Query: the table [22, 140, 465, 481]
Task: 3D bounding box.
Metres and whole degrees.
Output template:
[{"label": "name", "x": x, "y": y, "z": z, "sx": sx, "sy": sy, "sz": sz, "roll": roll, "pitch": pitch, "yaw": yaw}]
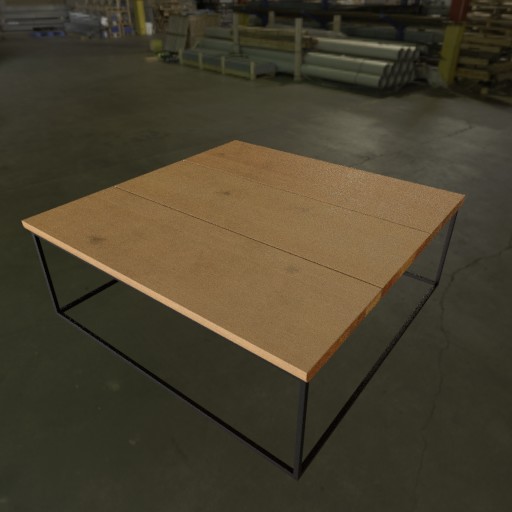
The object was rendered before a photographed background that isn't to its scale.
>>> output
[{"label": "table", "x": 0.000, "y": 0.000, "z": 1.649, "sx": 1.100, "sy": 0.400, "sz": 1.100, "roll": 22, "pitch": 38, "yaw": 31}]
